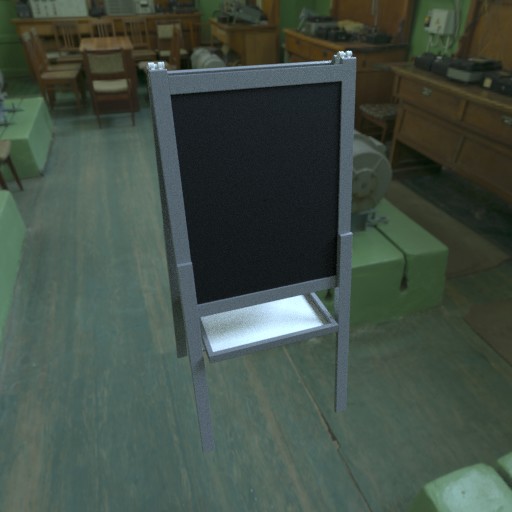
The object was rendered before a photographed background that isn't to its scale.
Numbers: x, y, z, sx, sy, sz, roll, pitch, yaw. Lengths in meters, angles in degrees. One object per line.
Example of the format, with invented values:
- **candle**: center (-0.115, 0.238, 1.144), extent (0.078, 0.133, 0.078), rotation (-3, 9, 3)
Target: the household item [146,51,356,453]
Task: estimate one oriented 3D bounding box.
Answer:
- **household item**: center (0.000, 0.000, 1.412), extent (0.531, 1.172, 0.469), rotation (-11, 35, -16)
